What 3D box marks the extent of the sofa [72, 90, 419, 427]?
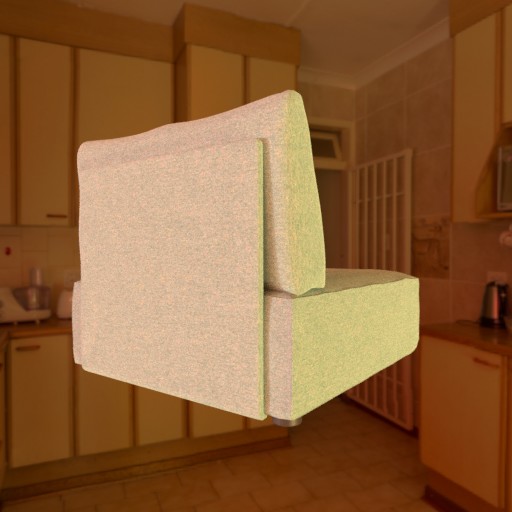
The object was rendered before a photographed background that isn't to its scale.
[{"bbox_3d":[0.000,0.000,1.691,0.930,0.820,1.000,1,1,37],"label":"sofa"}]
